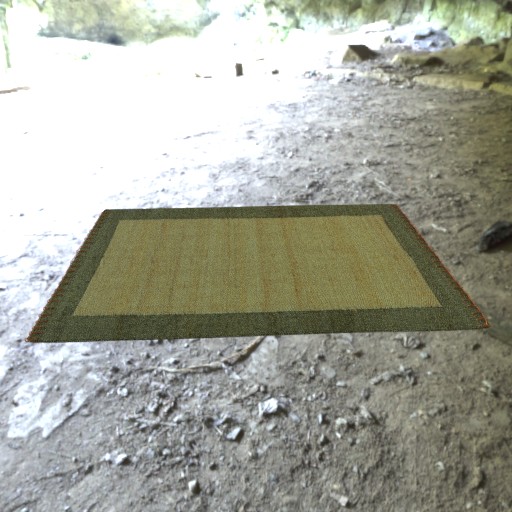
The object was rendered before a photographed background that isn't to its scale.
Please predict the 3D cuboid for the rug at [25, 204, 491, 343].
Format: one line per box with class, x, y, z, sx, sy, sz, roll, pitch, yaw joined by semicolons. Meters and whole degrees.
rug;0.000;0.000;2.238;1.838;0.019;1.220;-1;31;-2
